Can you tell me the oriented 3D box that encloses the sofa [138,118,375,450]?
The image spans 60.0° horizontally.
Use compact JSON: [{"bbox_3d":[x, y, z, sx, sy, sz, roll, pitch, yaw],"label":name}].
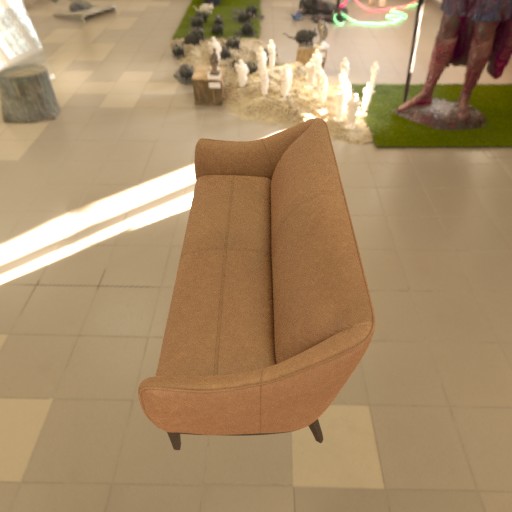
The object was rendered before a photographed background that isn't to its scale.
[{"bbox_3d":[0.000,0.000,2.408,0.869,0.830,1.928,0,41,0],"label":"sofa"}]
